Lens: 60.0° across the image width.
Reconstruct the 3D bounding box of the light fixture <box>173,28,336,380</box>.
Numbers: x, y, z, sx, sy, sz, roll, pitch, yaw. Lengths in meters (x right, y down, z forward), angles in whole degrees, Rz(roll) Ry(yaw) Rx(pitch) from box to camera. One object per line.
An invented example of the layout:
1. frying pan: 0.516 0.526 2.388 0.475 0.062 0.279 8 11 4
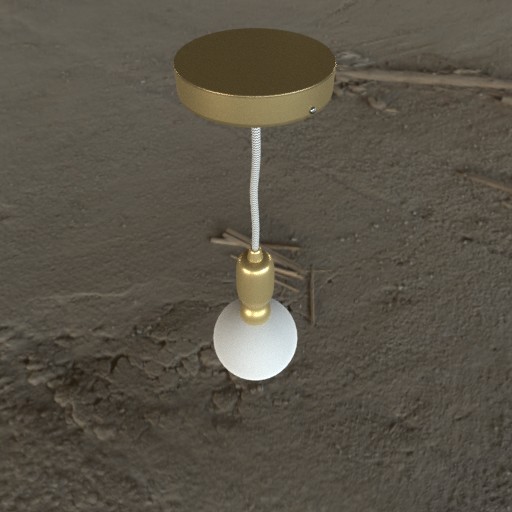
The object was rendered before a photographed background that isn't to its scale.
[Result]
1. light fixture: 0.000 0.000 0.577 0.147 0.510 0.146 32 54 27
